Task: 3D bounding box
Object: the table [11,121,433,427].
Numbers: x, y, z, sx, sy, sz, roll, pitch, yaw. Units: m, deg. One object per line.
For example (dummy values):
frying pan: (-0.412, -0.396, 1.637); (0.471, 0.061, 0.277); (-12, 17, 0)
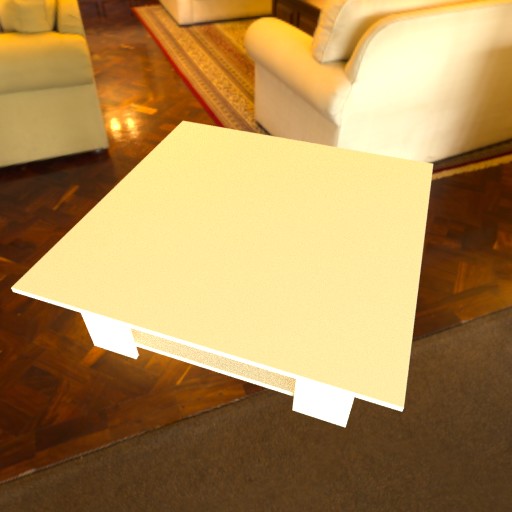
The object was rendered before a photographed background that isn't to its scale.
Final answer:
table: (0.000, 0.000, 1.329); (0.890, 0.305, 0.890); (14, 45, 14)
